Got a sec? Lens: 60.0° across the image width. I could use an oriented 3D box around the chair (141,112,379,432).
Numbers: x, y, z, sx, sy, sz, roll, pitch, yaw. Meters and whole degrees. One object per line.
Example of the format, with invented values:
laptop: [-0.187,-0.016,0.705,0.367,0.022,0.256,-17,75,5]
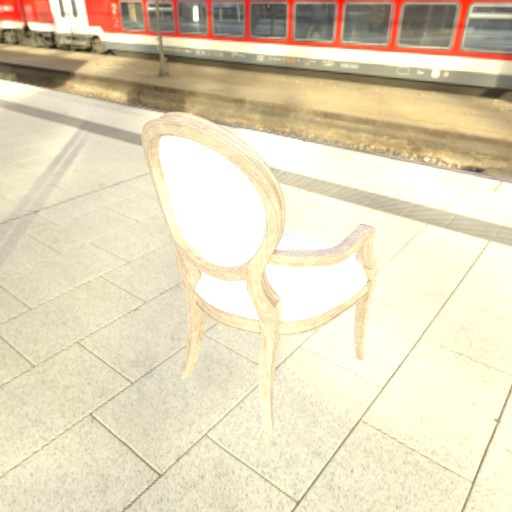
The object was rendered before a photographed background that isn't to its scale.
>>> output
chair: [0.000,0.000,1.423,0.611,0.991,0.602,21,36,31]
